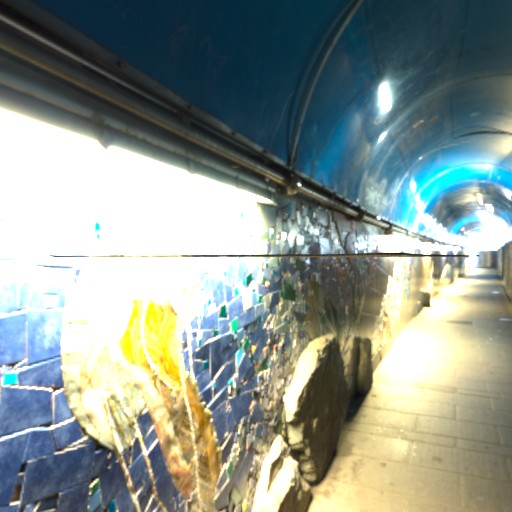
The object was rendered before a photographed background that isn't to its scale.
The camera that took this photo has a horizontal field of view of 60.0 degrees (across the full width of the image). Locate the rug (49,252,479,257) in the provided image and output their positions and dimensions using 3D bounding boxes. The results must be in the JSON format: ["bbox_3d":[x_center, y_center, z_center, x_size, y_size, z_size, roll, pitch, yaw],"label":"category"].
[{"bbox_3d":[0.000,0.000,2.054,1.698,0.013,1.072,0,0,37],"label":"rug"}]
